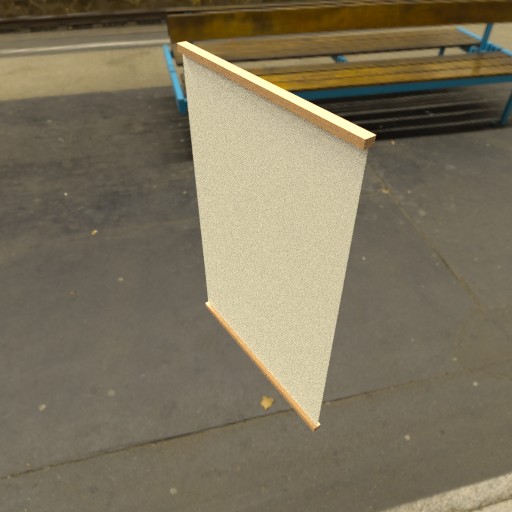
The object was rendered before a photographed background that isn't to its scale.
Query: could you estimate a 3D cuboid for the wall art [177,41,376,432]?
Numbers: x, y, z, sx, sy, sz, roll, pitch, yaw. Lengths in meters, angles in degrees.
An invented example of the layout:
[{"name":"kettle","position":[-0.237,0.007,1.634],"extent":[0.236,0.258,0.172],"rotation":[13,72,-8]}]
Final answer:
[{"name":"wall art","position":[0.000,0.000,1.300],"extent":[0.027,1.020,0.669],"rotation":[-26,47,-26]}]
